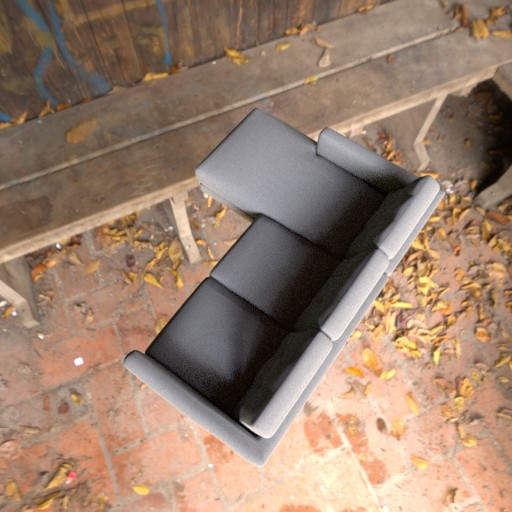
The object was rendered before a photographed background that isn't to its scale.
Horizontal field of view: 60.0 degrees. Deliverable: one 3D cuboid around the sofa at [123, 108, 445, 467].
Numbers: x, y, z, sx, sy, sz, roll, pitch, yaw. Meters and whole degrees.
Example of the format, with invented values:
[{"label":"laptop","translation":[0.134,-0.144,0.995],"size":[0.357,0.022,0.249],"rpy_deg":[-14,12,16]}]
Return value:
[{"label":"sofa","translation":[0.000,0.000,2.866],"size":[1.530,0.860,2.040],"rpy_deg":[34,69,15]}]
